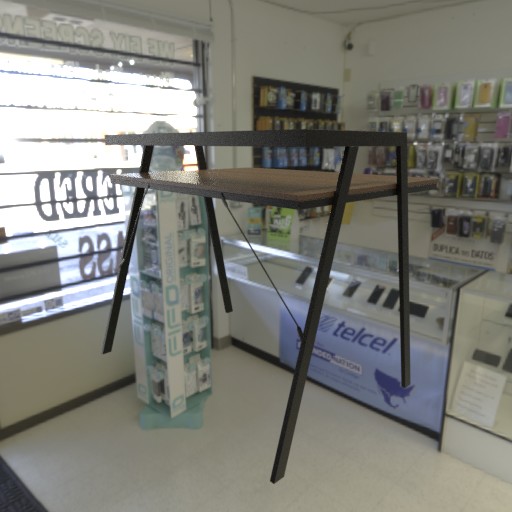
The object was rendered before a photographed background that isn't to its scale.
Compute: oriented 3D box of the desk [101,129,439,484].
[{"bbox_3d":[0.000,0.000,1.882,0.936,0.998,1.143,-13,19,-42],"label":"desk"}]
